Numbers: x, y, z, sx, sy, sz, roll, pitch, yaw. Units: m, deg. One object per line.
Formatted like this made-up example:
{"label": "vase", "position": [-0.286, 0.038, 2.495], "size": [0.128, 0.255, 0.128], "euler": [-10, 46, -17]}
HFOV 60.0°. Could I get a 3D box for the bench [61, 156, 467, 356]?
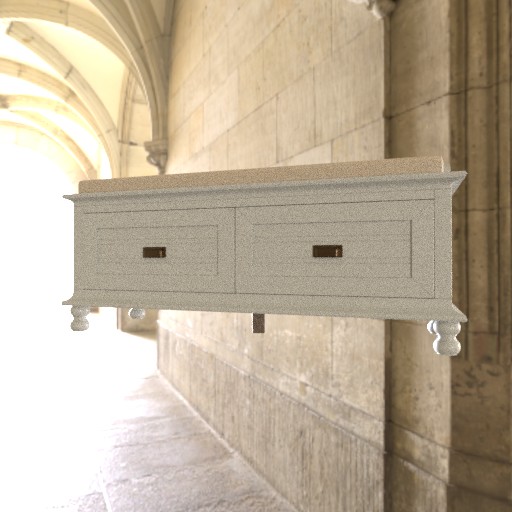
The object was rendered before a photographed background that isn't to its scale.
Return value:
{"label": "bench", "position": [0.000, 0.000, 1.422], "size": [1.185, 0.486, 0.402], "euler": [0, -1, 19]}
